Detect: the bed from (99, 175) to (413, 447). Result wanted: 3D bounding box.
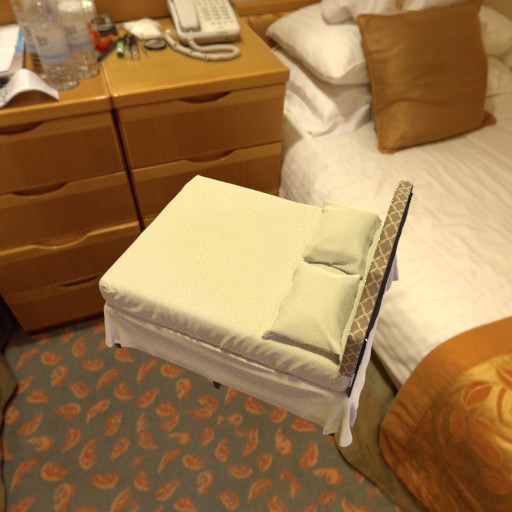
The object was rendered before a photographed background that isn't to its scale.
[{"bbox_3d":[0.000,0.000,3.521,2.222,1.633,1.780,17,48,16],"label":"bed"}]
